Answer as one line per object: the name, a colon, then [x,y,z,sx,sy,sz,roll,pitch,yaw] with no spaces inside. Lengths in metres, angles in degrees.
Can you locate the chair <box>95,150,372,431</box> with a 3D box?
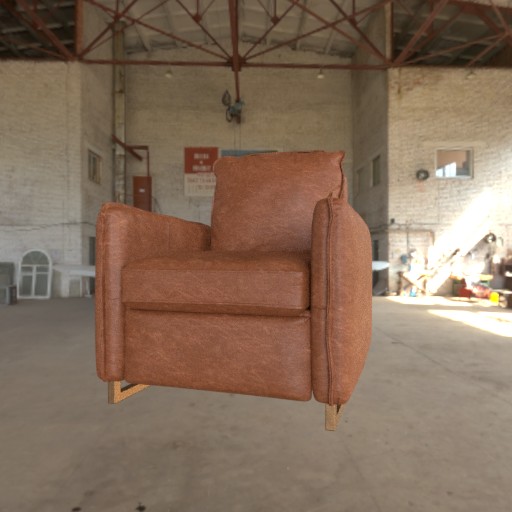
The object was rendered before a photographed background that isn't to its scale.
chair: [0.000,0.000,1.664,0.830,0.922,0.922,0,0,18]
